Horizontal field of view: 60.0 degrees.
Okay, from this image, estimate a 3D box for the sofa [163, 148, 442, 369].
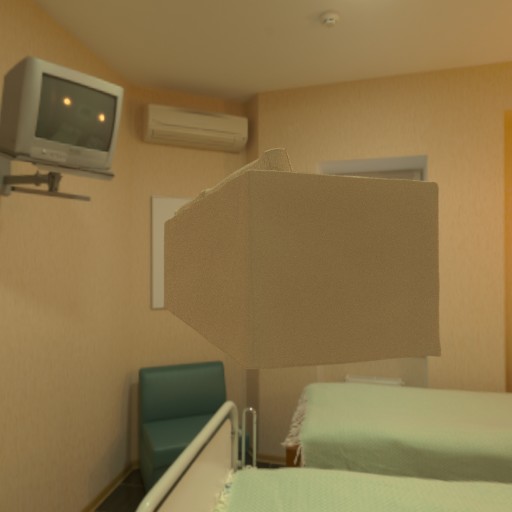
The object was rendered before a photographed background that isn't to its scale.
[{"bbox_3d":[0.000,0.000,3.305,1.036,0.999,2.779,0,-1,-19],"label":"sofa"}]
